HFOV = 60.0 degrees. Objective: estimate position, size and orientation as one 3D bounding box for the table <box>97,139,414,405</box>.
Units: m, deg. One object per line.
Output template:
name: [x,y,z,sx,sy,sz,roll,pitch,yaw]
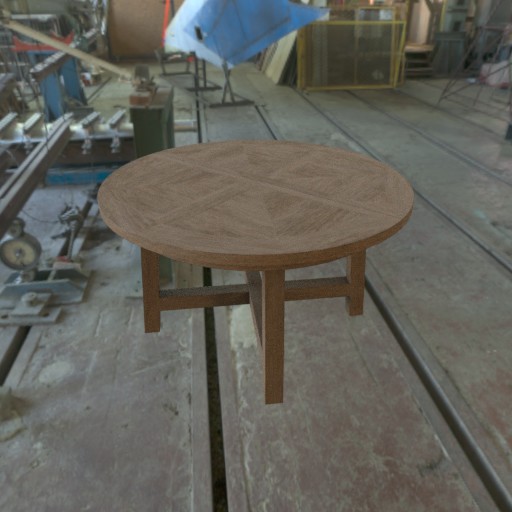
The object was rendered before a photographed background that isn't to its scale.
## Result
table: [0.000,0.000,2.119,1.319,0.762,1.319,0,30,0]
